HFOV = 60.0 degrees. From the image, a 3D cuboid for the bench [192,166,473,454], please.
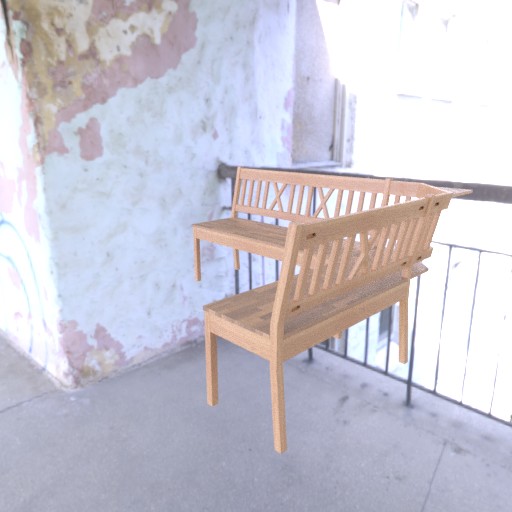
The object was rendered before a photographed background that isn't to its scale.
[{"bbox_3d":[0.000,0.000,2.720,1.537,0.902,1.937,-15,21,-42],"label":"bench"}]
